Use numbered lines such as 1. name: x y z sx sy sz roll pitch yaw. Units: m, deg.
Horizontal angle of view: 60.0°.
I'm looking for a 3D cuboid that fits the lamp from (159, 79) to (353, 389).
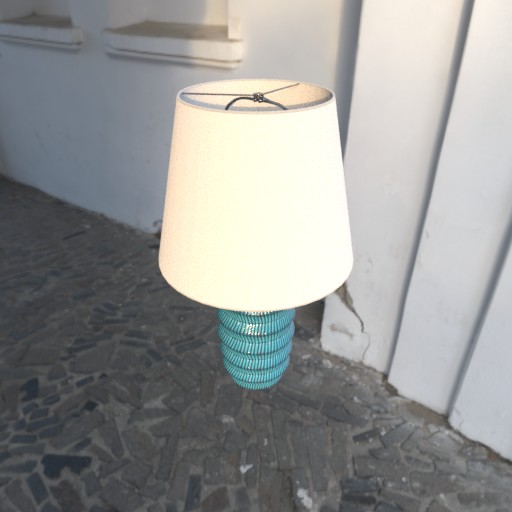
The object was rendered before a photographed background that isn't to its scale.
1. lamp: 0.000 0.000 0.826 0.355 0.582 0.355 0 31 0
